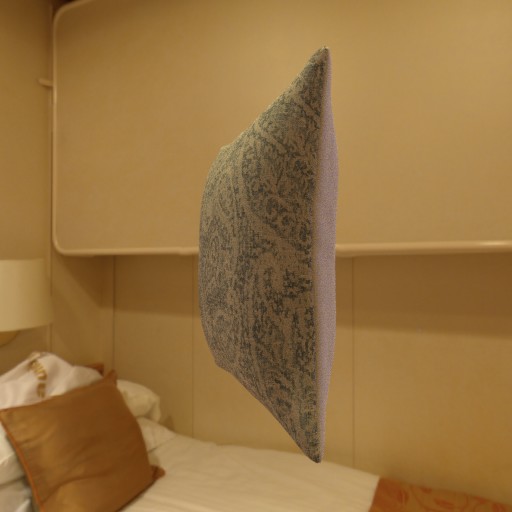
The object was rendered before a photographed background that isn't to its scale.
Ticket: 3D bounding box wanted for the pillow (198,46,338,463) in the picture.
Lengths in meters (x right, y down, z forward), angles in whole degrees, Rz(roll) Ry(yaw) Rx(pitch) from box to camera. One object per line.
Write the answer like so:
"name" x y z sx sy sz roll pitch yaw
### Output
"pillow" 0.000 0.000 0.786 0.166 0.510 0.523 0 -1 -18
